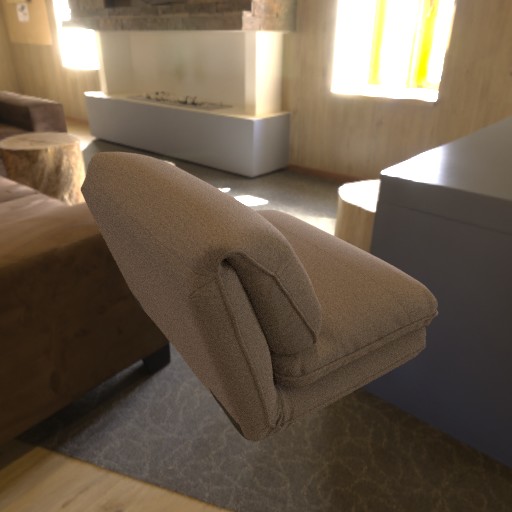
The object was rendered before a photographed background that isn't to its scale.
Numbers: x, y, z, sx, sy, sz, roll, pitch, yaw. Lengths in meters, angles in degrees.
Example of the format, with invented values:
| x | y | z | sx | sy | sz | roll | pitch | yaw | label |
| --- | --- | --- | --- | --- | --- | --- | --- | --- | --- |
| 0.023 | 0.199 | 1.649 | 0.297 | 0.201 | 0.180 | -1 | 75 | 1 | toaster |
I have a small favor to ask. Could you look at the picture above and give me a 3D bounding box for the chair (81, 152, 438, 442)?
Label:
| x | y | z | sx | sy | sz | roll | pitch | yaw | label |
| --- | --- | --- | --- | --- | --- | --- | --- | --- | --- |
| 0.000 | 0.000 | 1.335 | 0.780 | 0.580 | 0.820 | -17 | 31 | -30 | chair |
